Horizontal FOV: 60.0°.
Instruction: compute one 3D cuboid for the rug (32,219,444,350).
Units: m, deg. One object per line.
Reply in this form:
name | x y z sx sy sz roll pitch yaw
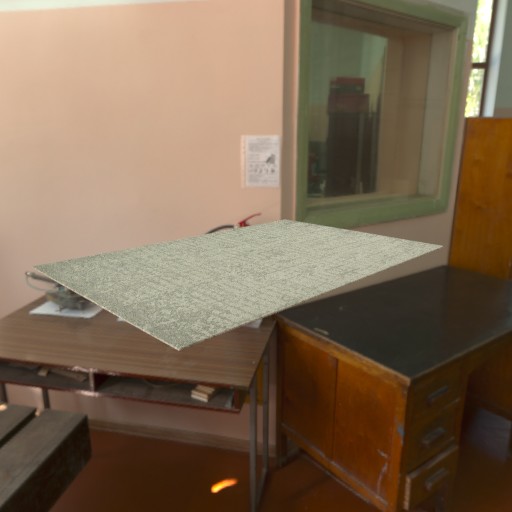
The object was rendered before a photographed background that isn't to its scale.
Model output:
rug | 0.000 0.000 2.328 1.827 0.007 1.211 -14 20 -43
